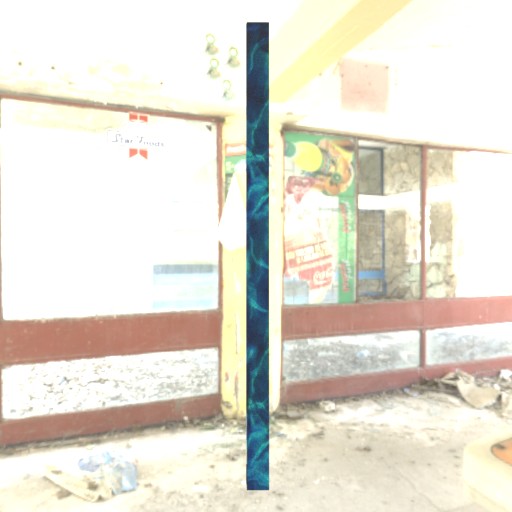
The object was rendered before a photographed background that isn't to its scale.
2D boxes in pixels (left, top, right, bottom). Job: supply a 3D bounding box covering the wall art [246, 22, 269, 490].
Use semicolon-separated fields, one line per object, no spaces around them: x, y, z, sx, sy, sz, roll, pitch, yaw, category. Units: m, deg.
0.000;0.000;1.024;0.038;0.760;0.609;0;0;0;wall art
